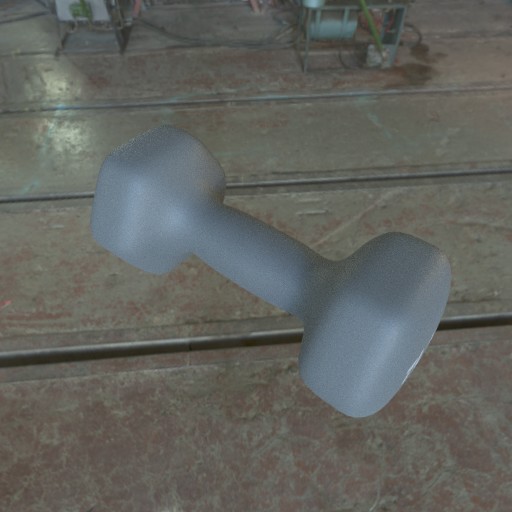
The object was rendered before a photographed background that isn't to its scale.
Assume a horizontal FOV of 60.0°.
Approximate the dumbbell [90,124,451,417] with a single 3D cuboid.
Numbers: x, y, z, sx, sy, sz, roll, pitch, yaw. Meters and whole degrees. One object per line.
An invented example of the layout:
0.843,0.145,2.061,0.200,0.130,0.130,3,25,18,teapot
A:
0.000,0.000,0.231,0.184,0.081,0.090,31,54,26,dumbbell
